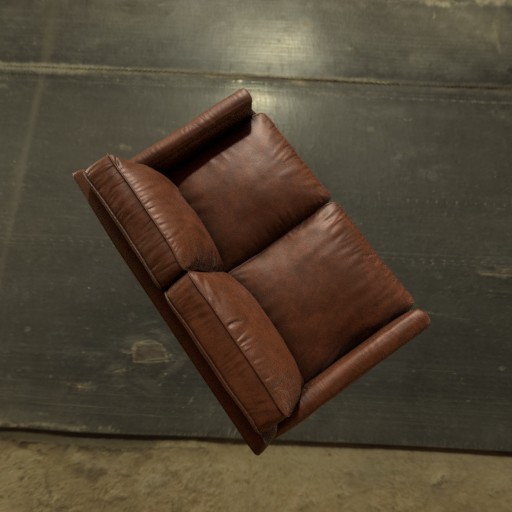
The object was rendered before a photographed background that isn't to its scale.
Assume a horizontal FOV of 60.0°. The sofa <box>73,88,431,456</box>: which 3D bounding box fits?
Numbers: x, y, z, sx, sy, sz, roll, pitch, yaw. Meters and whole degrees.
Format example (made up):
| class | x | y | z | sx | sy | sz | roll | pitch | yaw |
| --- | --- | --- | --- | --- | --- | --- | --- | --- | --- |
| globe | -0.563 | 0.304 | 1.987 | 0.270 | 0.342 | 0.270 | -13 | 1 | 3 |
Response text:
| class | x | y | z | sx | sy | sz | roll | pitch | yaw |
| --- | --- | --- | --- | --- | --- | --- | --- | --- | --- |
| sofa | 0.000 | 0.000 | 2.336 | 1.083 | 1.003 | 1.628 | -34 | 78 | -8 |
